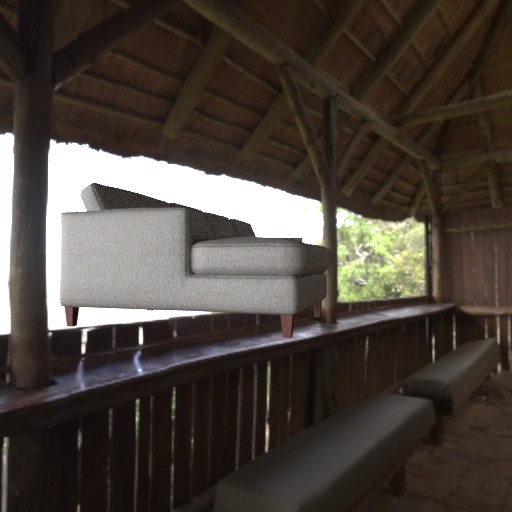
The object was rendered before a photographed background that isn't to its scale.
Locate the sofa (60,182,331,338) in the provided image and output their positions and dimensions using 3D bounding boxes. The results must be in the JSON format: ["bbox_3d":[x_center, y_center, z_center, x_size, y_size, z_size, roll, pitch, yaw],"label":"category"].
[{"bbox_3d":[0.000,0.000,3.916,1.502,0.876,3.201,0,-1,17],"label":"sofa"}]
